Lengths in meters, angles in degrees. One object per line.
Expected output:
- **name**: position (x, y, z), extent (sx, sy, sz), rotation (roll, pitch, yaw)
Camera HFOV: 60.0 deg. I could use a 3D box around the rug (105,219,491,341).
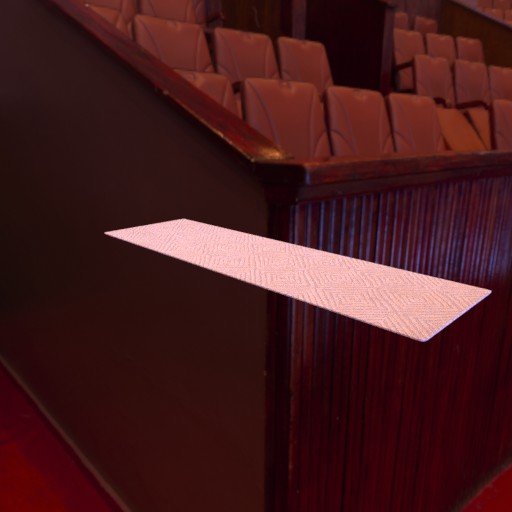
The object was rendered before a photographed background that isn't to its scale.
- **rug**: position (0.000, 0.000, 2.503), extent (2.277, 0.008, 0.676), rotation (15, 22, 43)
